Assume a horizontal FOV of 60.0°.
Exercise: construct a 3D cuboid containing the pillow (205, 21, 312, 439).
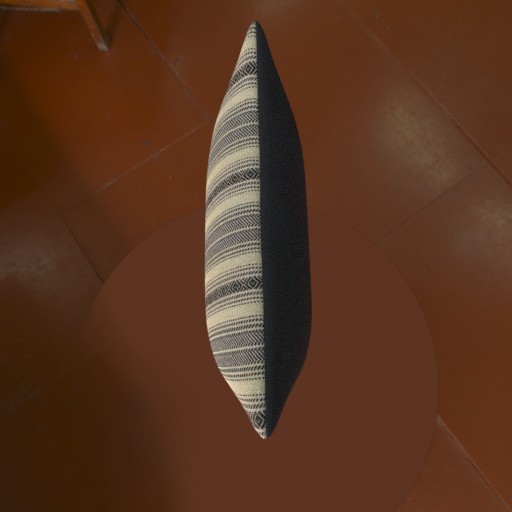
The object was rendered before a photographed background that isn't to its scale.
[{"bbox_3d":[0.000,0.000,0.766,0.166,0.508,0.520,-1,76,0],"label":"pillow"}]
